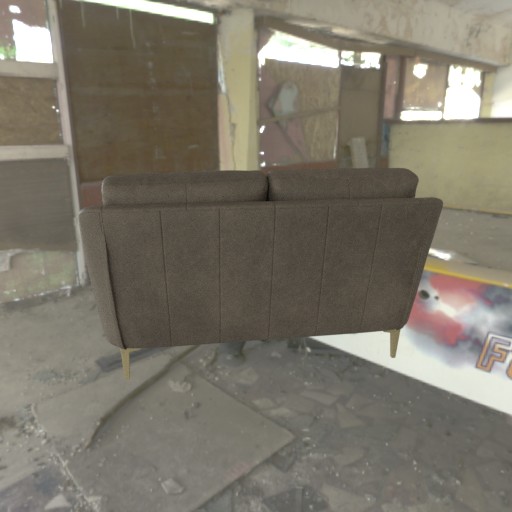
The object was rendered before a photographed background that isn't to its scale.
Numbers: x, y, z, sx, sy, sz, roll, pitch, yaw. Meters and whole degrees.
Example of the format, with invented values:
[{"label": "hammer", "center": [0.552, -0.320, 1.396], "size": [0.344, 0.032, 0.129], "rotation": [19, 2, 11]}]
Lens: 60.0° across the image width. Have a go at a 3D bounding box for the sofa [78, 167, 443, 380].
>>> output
[{"label": "sofa", "center": [0.000, 0.000, 2.226], "size": [1.619, 0.902, 0.960], "rotation": [-2, 16, -9]}]
